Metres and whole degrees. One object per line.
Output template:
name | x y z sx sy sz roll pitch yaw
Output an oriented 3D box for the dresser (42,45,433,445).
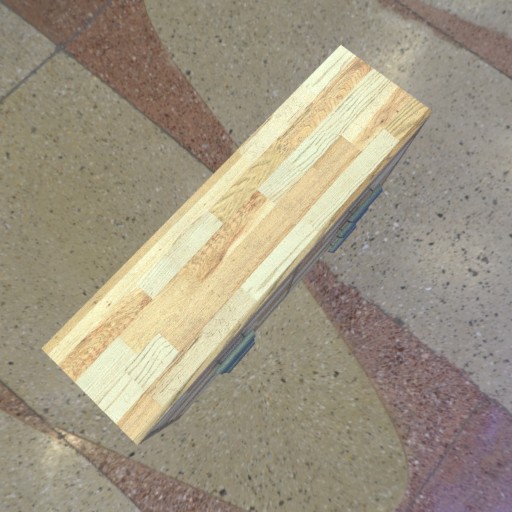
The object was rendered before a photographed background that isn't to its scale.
dresser | 0.000 0.000 1.942 0.487 0.834 1.547 41 79 10
